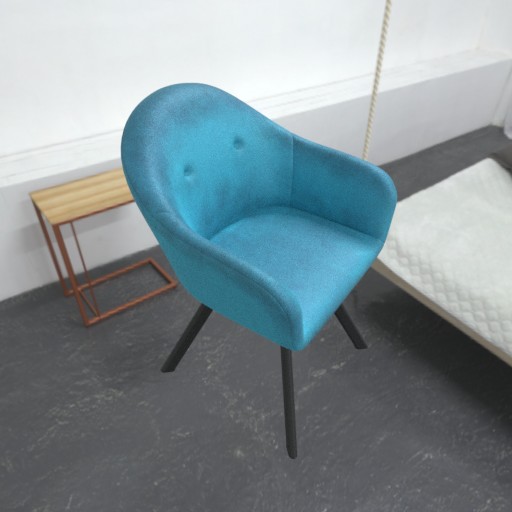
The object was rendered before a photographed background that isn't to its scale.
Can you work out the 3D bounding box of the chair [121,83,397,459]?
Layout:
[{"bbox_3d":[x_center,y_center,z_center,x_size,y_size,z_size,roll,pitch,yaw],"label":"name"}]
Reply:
[{"bbox_3d":[0.000,0.000,1.168,0.570,0.780,0.540,24,45,27],"label":"chair"}]
